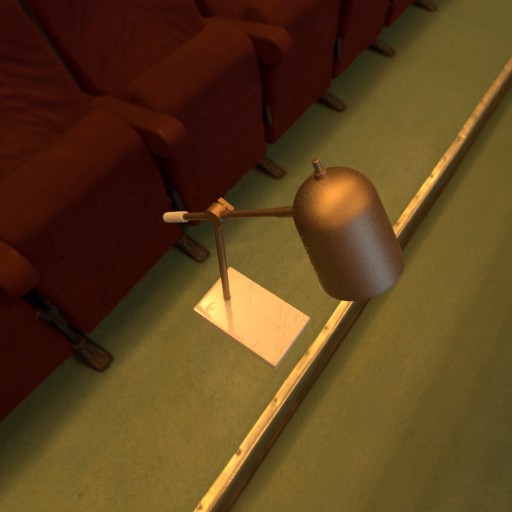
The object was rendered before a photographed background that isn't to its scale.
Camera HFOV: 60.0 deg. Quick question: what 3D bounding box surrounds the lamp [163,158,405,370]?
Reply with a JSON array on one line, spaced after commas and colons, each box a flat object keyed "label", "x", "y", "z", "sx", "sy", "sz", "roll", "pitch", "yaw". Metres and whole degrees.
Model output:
[{"label": "lamp", "x": 0.000, "y": 0.000, "z": 0.808, "sx": 0.471, "sy": 0.603, "sz": 0.144, "roll": 32, "pitch": 64, "yaw": 18}]
